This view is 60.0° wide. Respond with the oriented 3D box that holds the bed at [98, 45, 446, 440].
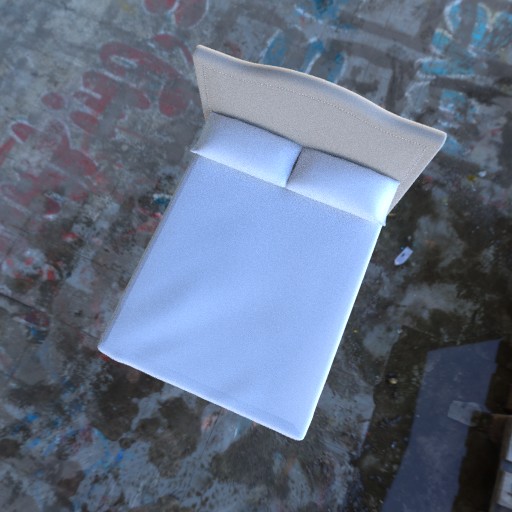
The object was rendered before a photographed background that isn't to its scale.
[{"bbox_3d":[0.000,0.000,3.098,1.678,1.398,2.052,22,76,6],"label":"bed"}]
